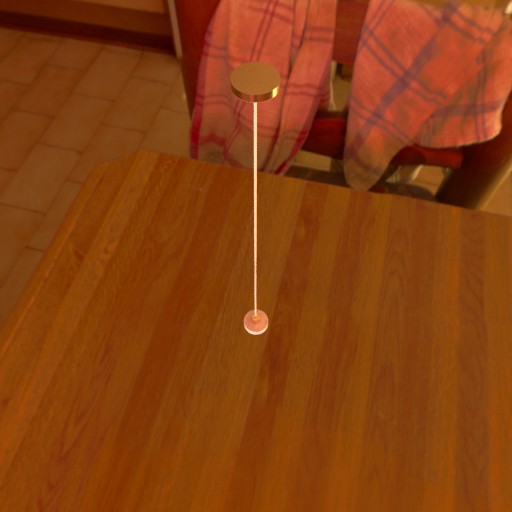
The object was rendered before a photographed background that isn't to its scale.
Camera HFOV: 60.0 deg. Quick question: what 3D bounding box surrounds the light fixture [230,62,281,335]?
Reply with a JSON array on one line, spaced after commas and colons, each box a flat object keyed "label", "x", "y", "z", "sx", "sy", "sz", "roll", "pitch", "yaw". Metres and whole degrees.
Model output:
[{"label": "light fixture", "x": 0.000, "y": 0.000, "z": 1.775, "sx": 0.129, "sy": 1.669, "sz": 0.129, "roll": -14, "pitch": 60, "yaw": -8}]
